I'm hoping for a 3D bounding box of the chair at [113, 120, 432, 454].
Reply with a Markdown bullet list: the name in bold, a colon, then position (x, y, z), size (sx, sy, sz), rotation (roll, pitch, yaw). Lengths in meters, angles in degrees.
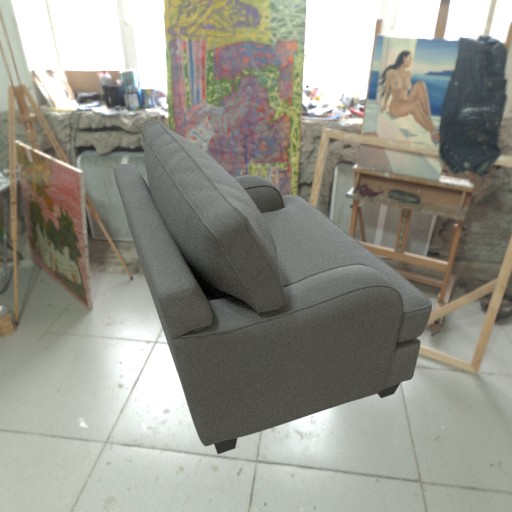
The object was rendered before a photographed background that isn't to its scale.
- **chair**: position (0.000, 0.000, 2.001), size (1.041, 1.016, 1.220), rotation (-11, 32, -19)
